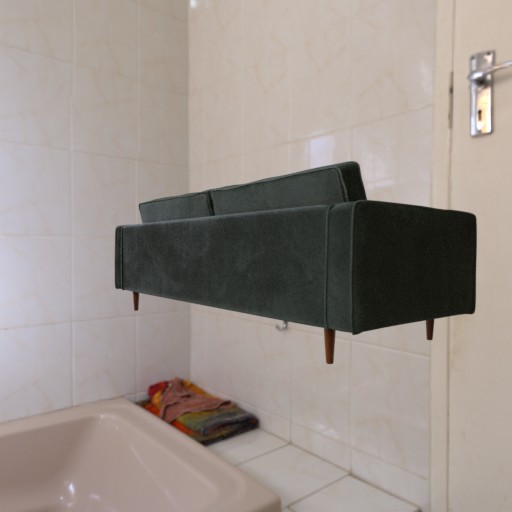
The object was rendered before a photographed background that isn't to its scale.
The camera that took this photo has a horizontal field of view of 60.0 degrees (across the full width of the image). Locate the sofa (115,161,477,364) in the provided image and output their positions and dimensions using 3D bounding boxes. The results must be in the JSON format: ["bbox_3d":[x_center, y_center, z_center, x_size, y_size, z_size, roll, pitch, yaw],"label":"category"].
[{"bbox_3d":[0.000,0.000,2.601,0.886,0.781,2.214,-1,1,-38],"label":"sofa"}]
